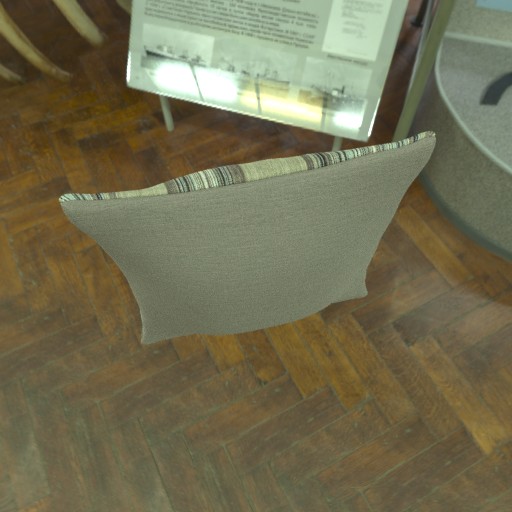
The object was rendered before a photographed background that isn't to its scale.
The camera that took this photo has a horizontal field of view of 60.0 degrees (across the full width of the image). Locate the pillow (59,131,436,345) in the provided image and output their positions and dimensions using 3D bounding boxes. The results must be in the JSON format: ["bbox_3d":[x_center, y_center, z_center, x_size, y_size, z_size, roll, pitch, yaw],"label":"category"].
[{"bbox_3d":[0.000,0.000,0.669,0.435,0.416,0.189,-11,60,-7],"label":"pillow"}]
